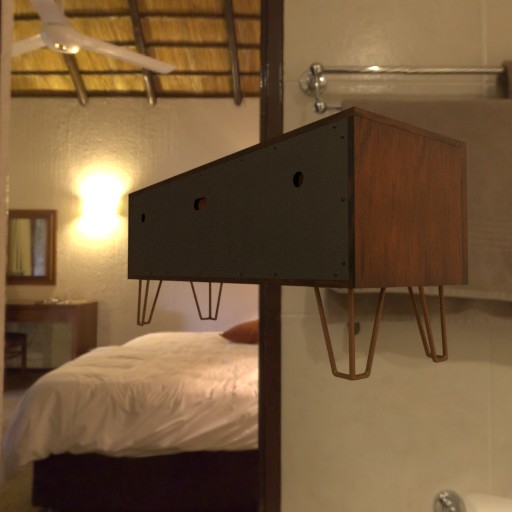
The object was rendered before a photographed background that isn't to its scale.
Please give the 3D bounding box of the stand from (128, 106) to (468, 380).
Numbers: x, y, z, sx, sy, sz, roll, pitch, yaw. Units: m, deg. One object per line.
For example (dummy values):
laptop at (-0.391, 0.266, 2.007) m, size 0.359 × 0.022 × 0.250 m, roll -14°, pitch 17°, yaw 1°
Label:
stand at (0.000, 0.000, 1.654) m, size 0.481 × 0.610 × 1.372 m, roll 1°, pitch -2°, yaw -36°
